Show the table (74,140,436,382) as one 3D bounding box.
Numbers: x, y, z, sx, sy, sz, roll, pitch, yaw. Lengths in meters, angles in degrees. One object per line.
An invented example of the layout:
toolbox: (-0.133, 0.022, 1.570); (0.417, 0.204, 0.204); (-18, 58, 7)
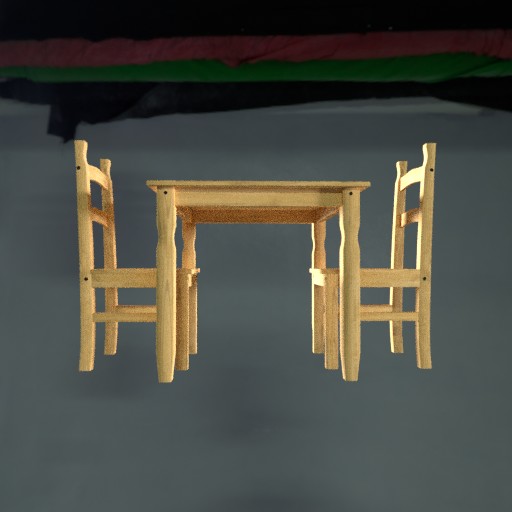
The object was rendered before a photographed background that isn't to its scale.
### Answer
table: (0.000, 0.000, 2.011); (1.501, 0.942, 0.813); (0, -1, -2)
